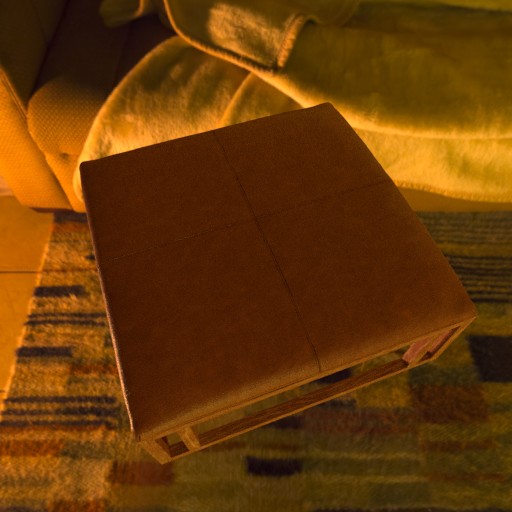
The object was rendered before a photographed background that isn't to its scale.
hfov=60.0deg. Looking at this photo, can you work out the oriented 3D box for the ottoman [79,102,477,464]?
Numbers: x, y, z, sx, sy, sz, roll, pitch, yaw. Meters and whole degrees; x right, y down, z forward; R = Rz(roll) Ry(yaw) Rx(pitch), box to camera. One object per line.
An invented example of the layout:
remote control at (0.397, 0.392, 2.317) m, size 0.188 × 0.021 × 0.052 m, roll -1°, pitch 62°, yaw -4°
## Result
ottoman at (0.000, 0.000, 1.575) m, size 1.016 × 0.442 × 1.013 m, roll -17°, pitch 58°, yaw -11°
